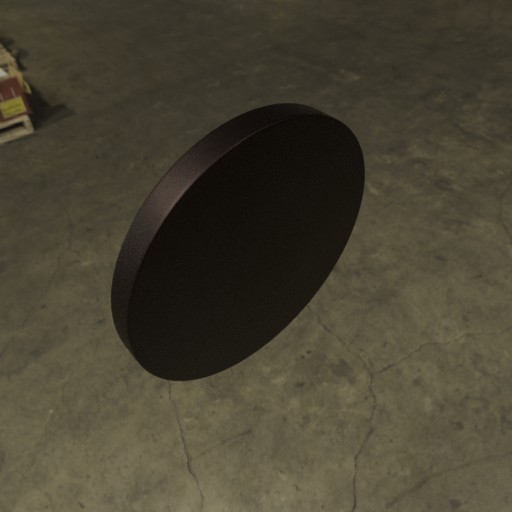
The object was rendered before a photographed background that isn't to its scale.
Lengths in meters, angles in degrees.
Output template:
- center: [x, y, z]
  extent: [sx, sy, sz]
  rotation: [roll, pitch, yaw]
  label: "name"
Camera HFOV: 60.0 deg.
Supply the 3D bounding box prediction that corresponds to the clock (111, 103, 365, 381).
- center: [0.000, 0.000, 0.465]
  extent: [0.314, 0.314, 0.029]
  rotation: [-32, 54, -27]
  label: "clock"
